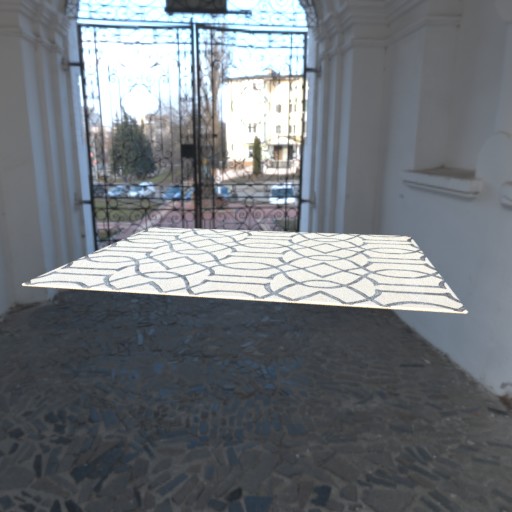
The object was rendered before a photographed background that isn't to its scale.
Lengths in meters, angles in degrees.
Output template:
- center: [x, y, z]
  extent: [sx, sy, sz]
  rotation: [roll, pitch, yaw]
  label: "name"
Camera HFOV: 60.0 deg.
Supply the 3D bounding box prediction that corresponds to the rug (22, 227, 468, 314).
- center: [0.000, 0.000, 3.871]
  extent: [2.910, 0.021, 2.211]
  rotation: [3, 14, 10]
  label: "rug"
